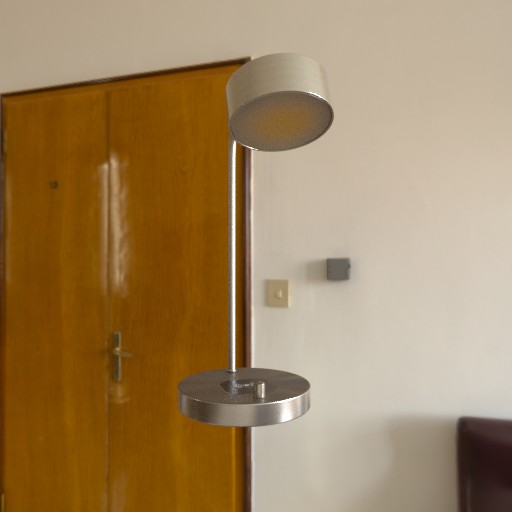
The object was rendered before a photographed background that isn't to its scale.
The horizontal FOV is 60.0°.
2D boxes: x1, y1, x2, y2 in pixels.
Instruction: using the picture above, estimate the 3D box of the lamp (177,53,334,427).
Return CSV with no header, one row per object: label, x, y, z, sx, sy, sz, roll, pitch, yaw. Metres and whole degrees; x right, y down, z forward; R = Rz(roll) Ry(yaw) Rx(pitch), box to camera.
lamp,0.000,0.000,0.654,0.211,0.469,0.334,0,-1,-18
